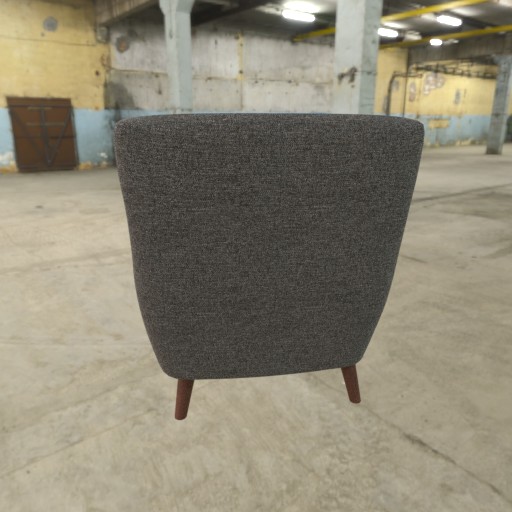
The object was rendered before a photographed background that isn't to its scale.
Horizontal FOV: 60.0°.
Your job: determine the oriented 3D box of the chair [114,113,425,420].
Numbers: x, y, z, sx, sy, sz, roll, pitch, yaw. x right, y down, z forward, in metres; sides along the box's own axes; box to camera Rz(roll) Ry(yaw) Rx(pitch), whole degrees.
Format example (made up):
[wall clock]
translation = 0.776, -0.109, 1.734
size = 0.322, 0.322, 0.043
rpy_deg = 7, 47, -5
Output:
[chair]
translation = 0.000, 0.000, 1.737
size = 0.889, 1.039, 0.940
rpy_deg = -2, 16, -8
